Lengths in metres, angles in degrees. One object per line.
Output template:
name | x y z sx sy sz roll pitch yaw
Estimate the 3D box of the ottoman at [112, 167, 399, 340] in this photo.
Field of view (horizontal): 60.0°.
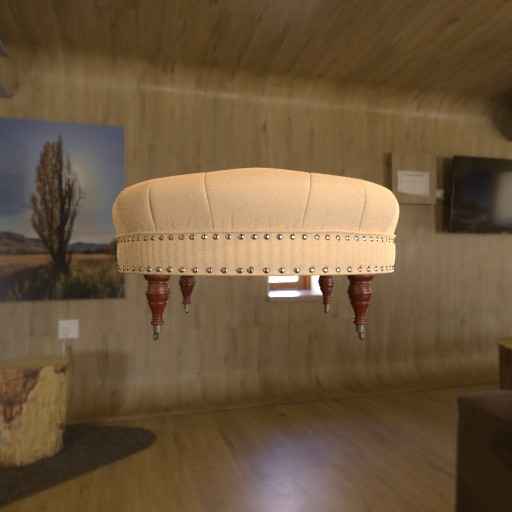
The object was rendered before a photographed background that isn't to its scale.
ottoman | 0.000 0.000 1.423 0.901 0.439 0.901 0 0 0
